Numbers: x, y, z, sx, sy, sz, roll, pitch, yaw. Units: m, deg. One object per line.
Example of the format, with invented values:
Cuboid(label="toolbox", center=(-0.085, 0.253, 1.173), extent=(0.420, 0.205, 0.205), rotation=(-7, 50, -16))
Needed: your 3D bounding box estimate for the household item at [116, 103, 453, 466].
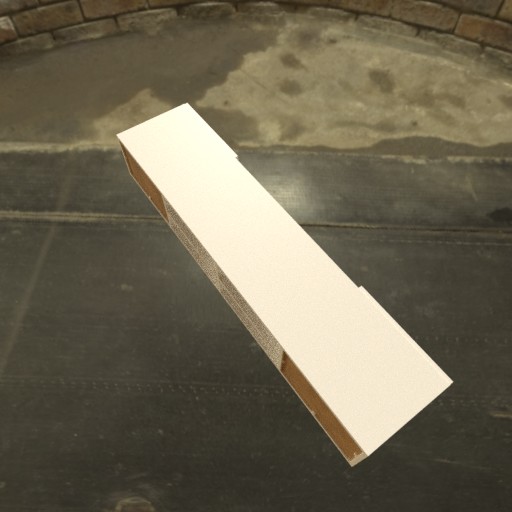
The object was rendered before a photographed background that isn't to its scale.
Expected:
Cuboid(label="household item", center=(0.000, 0.000, 2.054), extent=(0.420, 0.310, 1.850), rotation=(-31, 63, -18))
